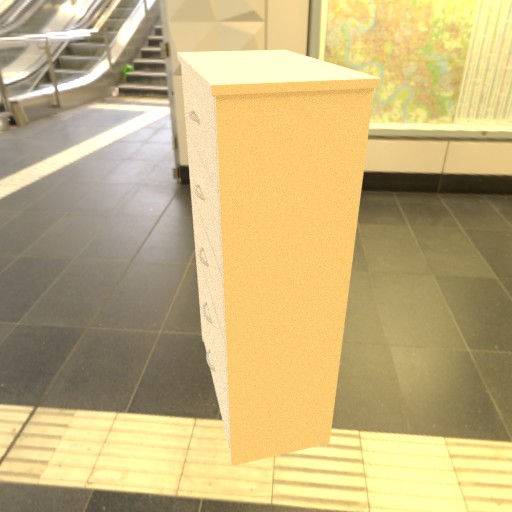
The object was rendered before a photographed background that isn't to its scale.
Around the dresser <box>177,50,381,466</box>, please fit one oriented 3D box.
[{"bbox_3d":[0.000,0.000,1.561,0.399,1.255,0.704,-7,31,-13],"label":"dresser"}]
